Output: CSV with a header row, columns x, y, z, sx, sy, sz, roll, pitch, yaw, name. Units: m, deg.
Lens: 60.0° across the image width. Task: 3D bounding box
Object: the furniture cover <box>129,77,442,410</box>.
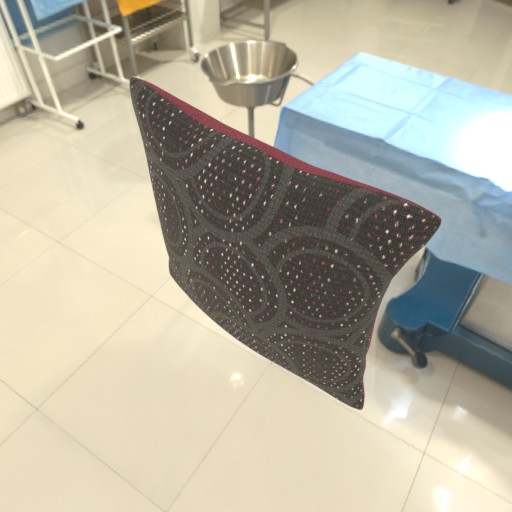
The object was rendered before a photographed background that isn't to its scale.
x,y,z,sx,sy,sz,roll,pitch,yaw,name
0.000,0.000,0.807,0.552,0.509,0.193,32,55,26,furniture cover
